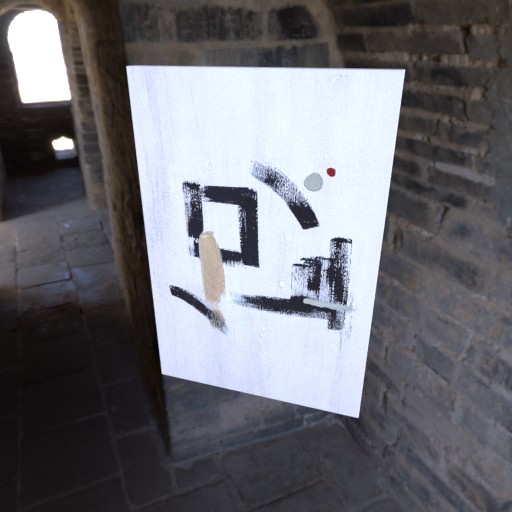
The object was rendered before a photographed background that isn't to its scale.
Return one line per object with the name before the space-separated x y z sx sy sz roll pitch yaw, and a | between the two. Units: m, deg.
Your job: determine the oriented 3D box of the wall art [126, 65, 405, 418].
wall art | 0.000 0.000 1.167 0.624 0.914 0.043 8 27 16
